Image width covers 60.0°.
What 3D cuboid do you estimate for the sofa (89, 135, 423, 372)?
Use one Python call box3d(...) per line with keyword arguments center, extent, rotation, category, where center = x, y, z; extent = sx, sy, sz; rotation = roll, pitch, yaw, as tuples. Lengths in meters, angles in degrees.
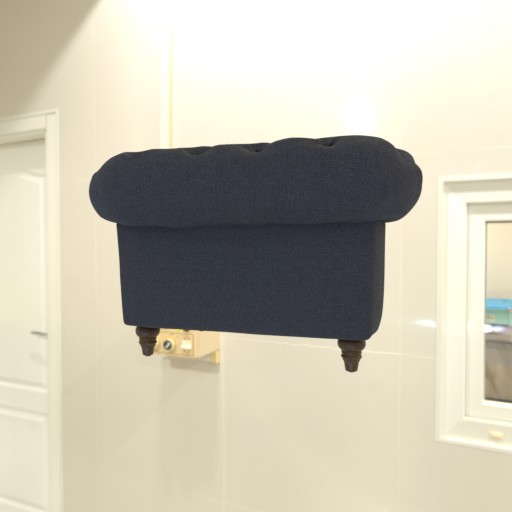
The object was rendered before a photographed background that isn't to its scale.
box3d(center=(0.000, 0.000, 1.983), extent=(1.405, 0.878, 1.032), rotation=(0, 2, 16), category="sofa")
